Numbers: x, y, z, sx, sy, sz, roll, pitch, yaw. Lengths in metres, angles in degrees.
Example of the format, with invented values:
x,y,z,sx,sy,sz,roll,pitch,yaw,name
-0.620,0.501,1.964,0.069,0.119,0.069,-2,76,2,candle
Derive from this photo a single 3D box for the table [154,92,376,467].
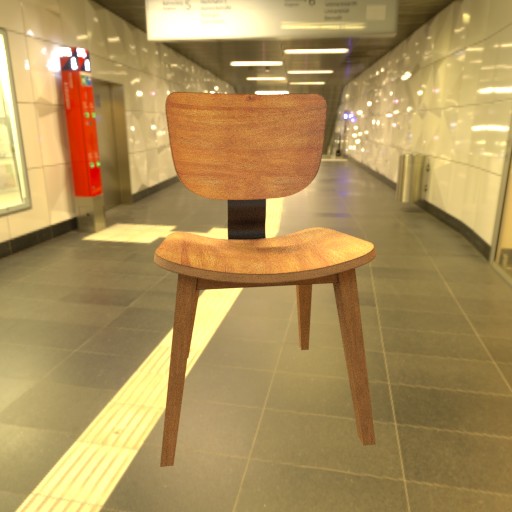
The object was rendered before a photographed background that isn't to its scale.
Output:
x,y,z,sx,sy,sz,roll,pitch,yaw,name
0.000,0.000,1.130,0.499,0.805,0.500,-2,17,-8,table
